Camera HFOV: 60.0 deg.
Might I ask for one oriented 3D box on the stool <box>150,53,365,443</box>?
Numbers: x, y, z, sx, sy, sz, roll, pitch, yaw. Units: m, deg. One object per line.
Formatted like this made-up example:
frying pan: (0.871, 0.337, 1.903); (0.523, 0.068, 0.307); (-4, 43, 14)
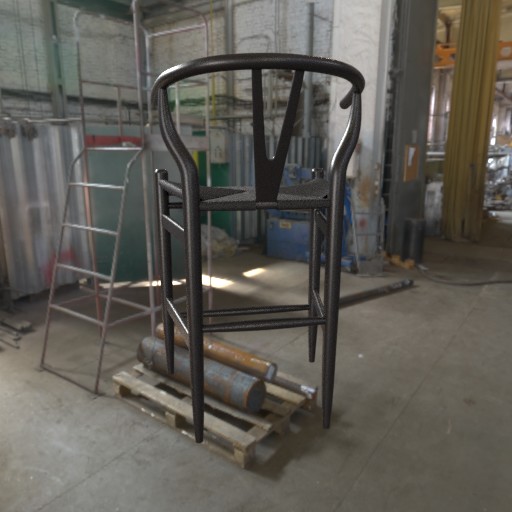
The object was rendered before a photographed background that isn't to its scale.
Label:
stool: (0.000, 0.000, 1.270); (0.569, 0.970, 0.579); (-2, 14, -10)
